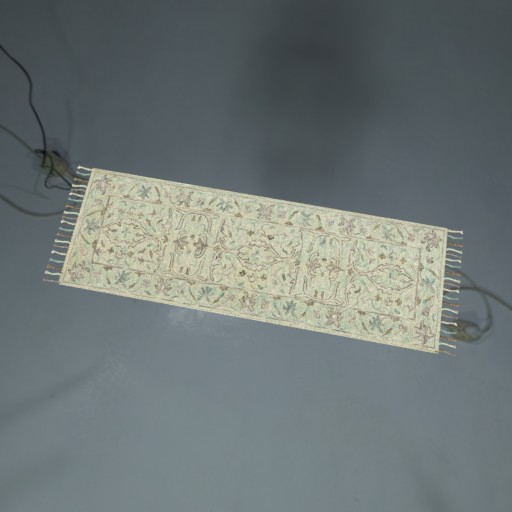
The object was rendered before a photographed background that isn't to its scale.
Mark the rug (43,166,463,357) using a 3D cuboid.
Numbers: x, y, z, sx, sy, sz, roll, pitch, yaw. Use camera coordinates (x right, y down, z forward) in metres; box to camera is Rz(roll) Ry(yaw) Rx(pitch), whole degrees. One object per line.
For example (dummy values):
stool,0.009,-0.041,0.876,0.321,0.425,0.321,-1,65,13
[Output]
rug,0.000,0.000,2.670,2.440,0.013,0.769,10,75,3
